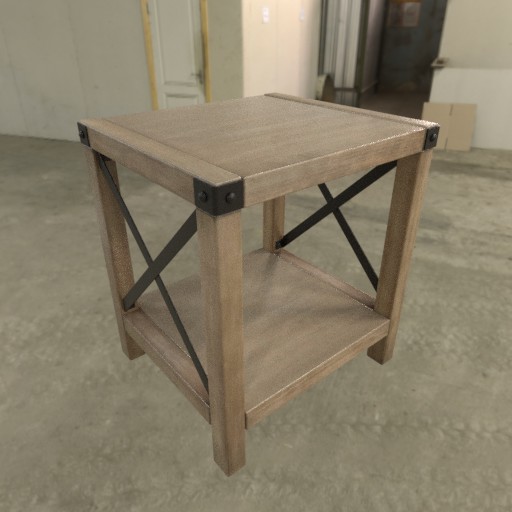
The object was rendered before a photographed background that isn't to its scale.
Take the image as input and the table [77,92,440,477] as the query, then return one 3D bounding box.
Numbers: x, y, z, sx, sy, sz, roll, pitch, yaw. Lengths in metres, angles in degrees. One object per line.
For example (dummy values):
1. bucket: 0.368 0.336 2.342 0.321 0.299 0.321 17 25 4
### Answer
1. table: 0.000 0.000 0.944 0.510 0.561 0.459 -22 36 -34
